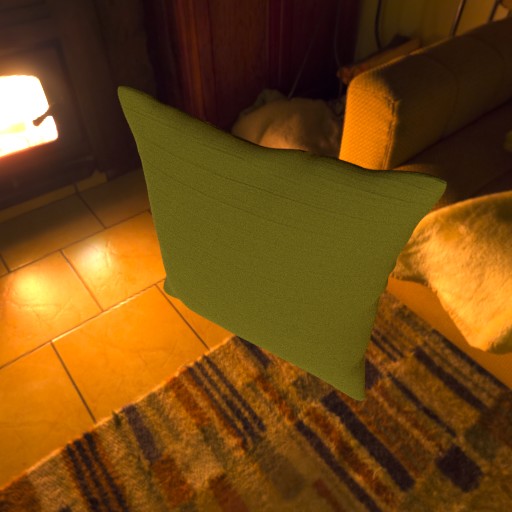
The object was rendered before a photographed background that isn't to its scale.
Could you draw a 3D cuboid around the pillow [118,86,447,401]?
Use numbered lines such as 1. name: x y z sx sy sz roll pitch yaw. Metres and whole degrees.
1. pillow: 0.000 0.000 0.716 0.470 0.464 0.175 24 51 21
